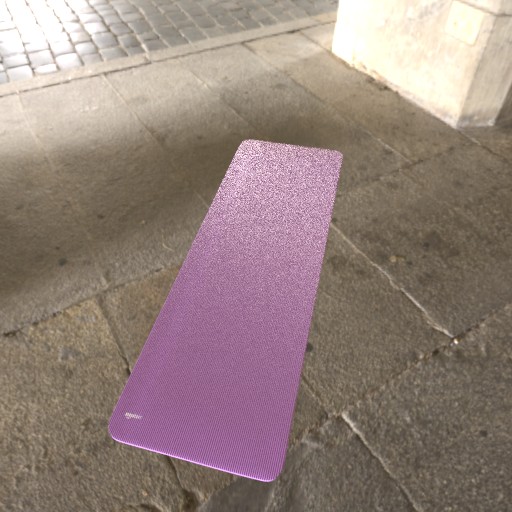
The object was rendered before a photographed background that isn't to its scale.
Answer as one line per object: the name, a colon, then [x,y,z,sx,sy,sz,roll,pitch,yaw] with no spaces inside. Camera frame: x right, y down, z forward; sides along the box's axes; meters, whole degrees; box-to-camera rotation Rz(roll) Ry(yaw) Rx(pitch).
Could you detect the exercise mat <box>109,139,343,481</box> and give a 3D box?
exercise mat: [0.000,0.000,2.061,0.616,0.021,1.869,10,48,9]
